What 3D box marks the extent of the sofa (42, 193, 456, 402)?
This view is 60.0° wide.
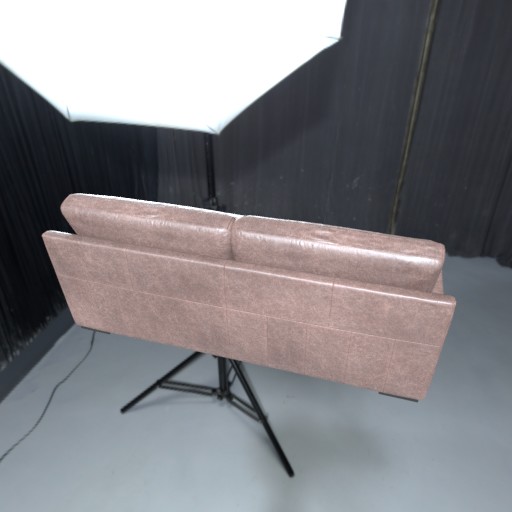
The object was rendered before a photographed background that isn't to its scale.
[{"bbox_3d":[0.000,0.000,2.822,2.261,0.941,1.143,9,33,14],"label":"sofa"}]
